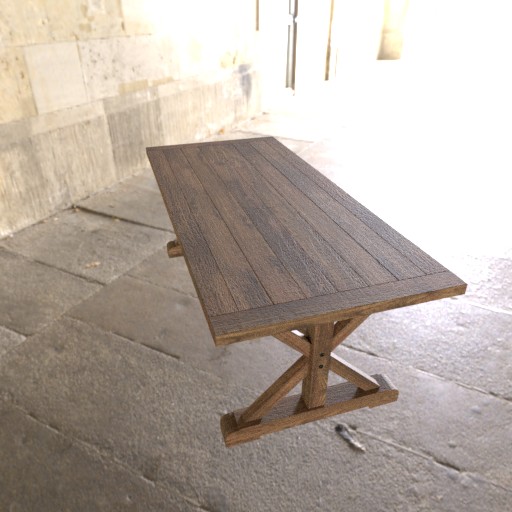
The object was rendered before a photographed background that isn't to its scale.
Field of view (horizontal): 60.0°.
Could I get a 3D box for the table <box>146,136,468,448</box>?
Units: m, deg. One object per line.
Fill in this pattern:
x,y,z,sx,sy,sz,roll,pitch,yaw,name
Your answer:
0.000,0.000,2.452,0.907,0.733,2.031,-9,31,-15,table
